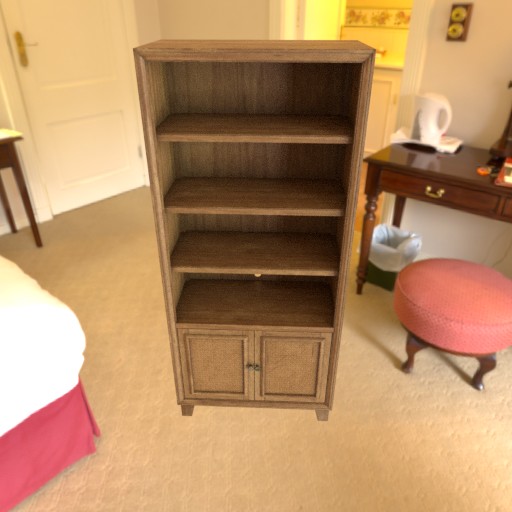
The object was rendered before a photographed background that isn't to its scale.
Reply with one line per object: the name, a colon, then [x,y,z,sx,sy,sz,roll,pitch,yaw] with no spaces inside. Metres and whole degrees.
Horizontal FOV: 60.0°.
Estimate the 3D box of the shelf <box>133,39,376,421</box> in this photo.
shelf: [0.000,0.000,2.231,0.864,1.930,0.453,1,30,2]
